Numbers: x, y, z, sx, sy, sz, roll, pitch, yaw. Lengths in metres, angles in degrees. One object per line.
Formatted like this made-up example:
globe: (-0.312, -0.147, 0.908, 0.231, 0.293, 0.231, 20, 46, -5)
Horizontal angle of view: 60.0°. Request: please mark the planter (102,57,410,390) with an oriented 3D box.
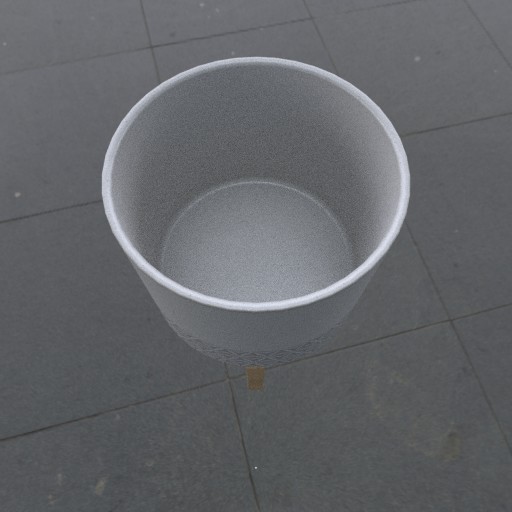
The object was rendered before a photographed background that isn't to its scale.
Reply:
planter: (0.000, 0.000, 0.389, 0.188, 0.260, 0.188, 0, 64, 0)
